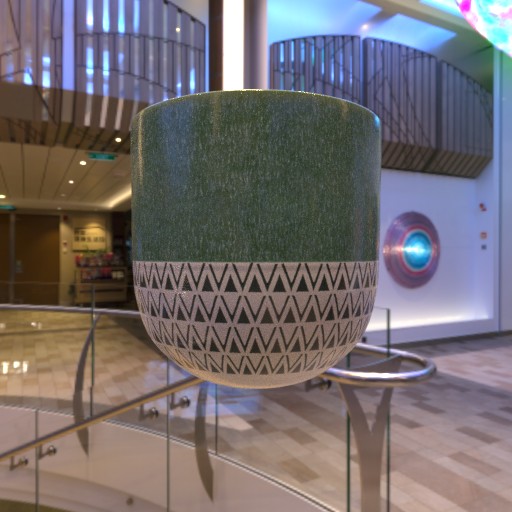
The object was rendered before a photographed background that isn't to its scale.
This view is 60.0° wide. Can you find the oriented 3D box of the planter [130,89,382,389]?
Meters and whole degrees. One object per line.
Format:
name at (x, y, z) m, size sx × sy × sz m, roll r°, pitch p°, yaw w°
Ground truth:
planter at (0.000, 0.000, 0.489) m, size 0.266 × 0.270 × 0.266 m, roll 0°, pitch 0°, yaw 0°
